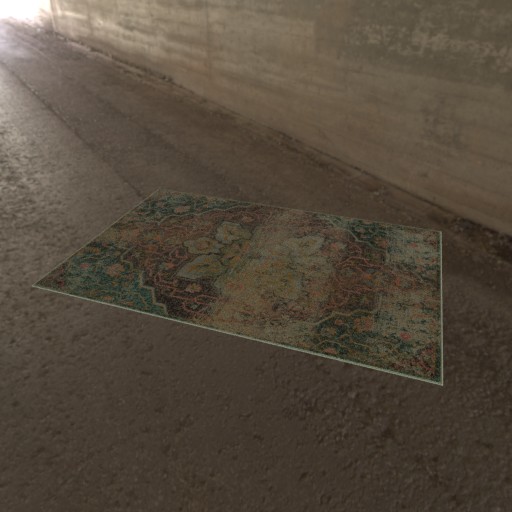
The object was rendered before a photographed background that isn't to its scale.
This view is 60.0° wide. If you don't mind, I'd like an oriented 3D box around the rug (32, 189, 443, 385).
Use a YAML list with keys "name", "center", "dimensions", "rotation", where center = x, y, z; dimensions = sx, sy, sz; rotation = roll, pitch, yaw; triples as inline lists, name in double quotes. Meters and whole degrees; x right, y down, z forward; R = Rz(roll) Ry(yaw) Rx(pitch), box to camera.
- name: "rug"
  center: [0.000, 0.000, 2.955]
  dimensions: [2.363, 0.004, 1.566]
  rotation: [11, 34, 17]
